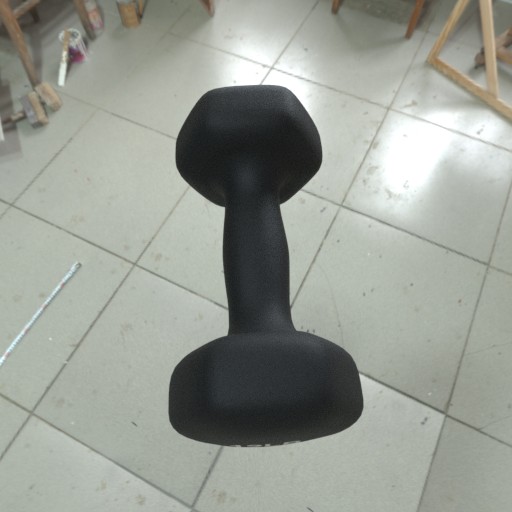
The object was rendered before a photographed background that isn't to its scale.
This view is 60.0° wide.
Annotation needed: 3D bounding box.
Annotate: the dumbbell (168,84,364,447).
[{"bbox_3d":[0.000,0.000,0.293,0.112,0.101,0.231,-3,63,-1],"label":"dumbbell"}]
